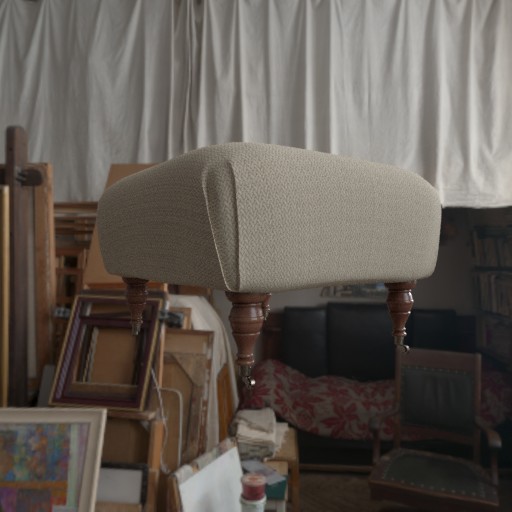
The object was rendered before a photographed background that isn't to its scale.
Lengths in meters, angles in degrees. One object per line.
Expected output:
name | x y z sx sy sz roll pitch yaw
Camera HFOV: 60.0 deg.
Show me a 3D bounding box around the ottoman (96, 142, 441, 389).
ottoman | 0.000 0.000 1.101 0.622 0.447 0.684 -1 1 -36
